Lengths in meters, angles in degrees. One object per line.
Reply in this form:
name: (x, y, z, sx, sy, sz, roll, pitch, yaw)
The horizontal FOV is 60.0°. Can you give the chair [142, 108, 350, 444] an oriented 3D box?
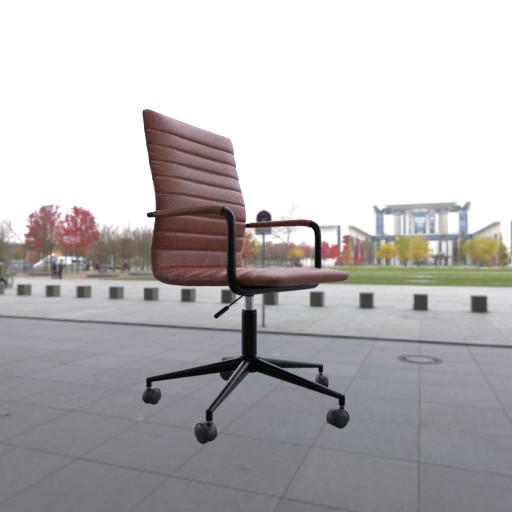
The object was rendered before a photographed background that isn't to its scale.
chair: (0.000, 0.000, 1.301, 0.578, 0.878, 0.600, -1, -1, 35)
